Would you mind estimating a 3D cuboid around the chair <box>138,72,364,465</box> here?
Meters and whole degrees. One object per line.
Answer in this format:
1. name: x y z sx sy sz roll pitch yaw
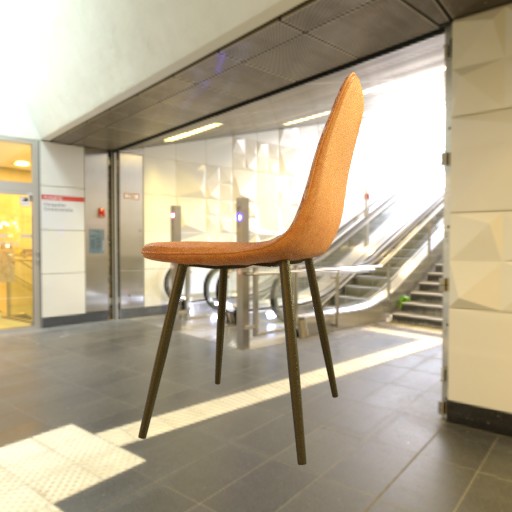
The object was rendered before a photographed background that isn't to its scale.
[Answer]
1. chair: 0.000 0.000 1.220 0.561 0.889 0.472 1 2 19
